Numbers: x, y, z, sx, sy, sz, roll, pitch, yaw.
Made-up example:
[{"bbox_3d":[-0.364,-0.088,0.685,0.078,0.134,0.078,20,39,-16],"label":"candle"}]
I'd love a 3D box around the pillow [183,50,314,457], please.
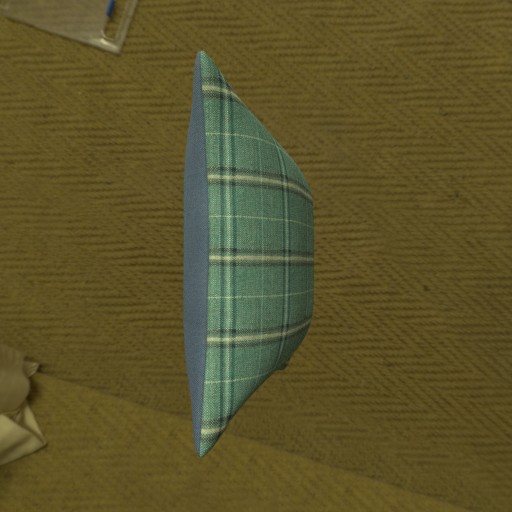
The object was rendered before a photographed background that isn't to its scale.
[{"bbox_3d":[0.000,0.000,0.703,0.200,0.430,0.453,0,89,1],"label":"pillow"}]
